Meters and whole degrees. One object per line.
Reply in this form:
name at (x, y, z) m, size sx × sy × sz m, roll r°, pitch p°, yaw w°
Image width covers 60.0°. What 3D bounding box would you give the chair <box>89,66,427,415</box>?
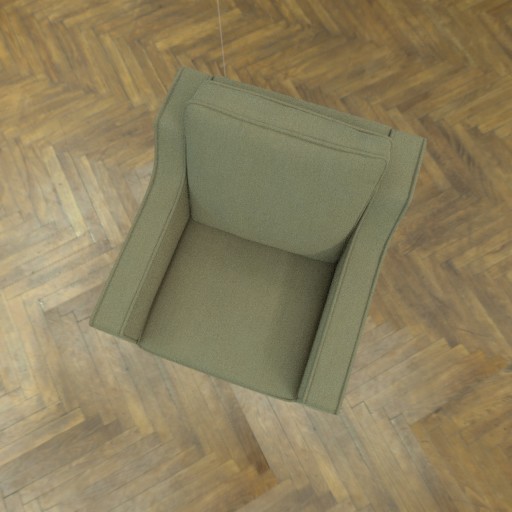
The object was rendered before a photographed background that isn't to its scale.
chair at (0.000, 0.000, 1.634) m, size 0.831 × 0.960 × 0.909 m, roll 18°, pitch 75°, yaw 5°
